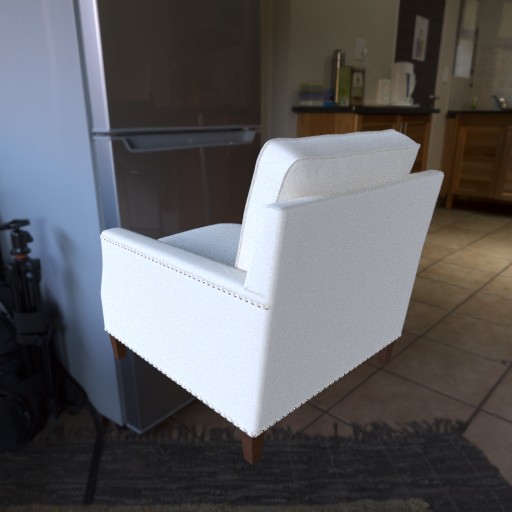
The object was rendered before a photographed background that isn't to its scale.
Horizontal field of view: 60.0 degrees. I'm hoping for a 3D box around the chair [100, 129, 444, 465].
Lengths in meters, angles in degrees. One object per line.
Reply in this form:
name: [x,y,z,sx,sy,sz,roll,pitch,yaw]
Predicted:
chair: [0.000,0.000,1.702,0.853,0.943,1.014,-18,25,-42]
